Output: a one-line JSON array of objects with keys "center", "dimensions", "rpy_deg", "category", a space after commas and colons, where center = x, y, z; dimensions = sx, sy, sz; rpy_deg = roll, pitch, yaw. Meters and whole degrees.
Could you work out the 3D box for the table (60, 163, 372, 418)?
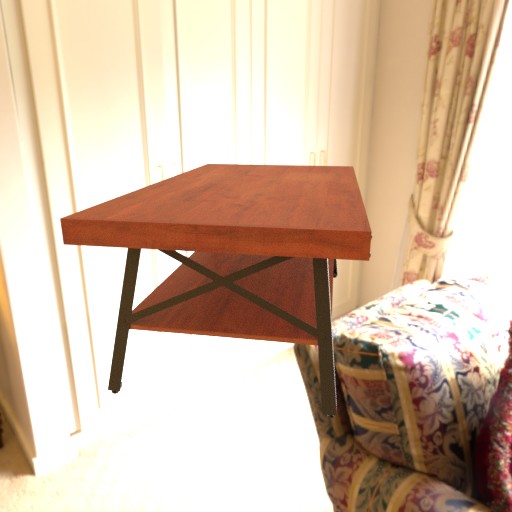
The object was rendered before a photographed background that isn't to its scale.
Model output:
[{"center": [0.000, 0.000, 1.404], "dimensions": [0.610, 0.457, 1.067], "rpy_deg": [3, 18, 10], "category": "table"}]
